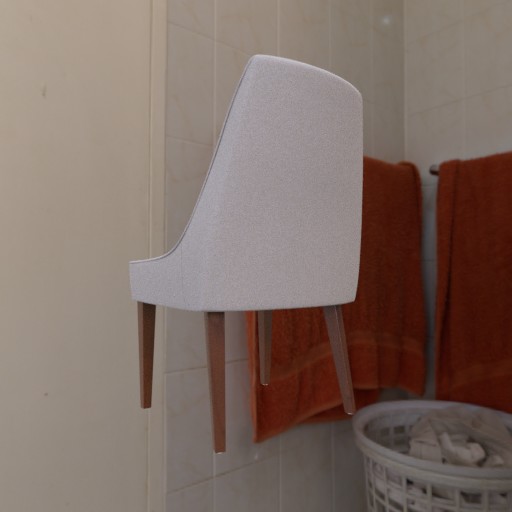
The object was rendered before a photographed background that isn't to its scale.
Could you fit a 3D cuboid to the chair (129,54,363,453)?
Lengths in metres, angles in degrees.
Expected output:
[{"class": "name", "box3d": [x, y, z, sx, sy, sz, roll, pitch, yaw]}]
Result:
[{"class": "chair", "box3d": [0.000, 0.000, 1.223, 0.529, 0.861, 0.544, 1, -2, -37]}]
